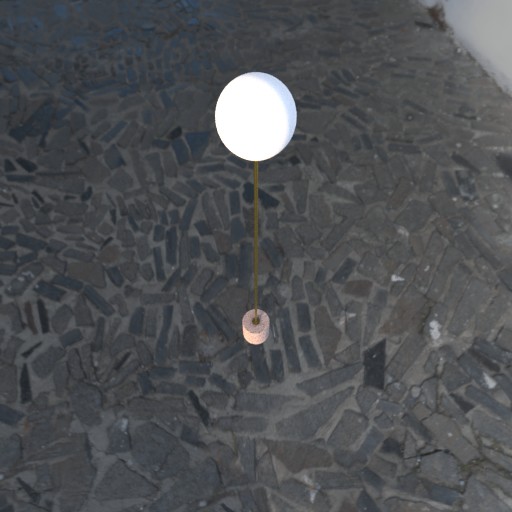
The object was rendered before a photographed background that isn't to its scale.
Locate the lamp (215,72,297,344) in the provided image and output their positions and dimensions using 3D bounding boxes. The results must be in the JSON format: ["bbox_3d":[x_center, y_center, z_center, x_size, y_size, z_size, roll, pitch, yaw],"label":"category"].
[{"bbox_3d":[0.000,0.000,1.896,0.229,1.748,0.229,0,59,0],"label":"lamp"}]
